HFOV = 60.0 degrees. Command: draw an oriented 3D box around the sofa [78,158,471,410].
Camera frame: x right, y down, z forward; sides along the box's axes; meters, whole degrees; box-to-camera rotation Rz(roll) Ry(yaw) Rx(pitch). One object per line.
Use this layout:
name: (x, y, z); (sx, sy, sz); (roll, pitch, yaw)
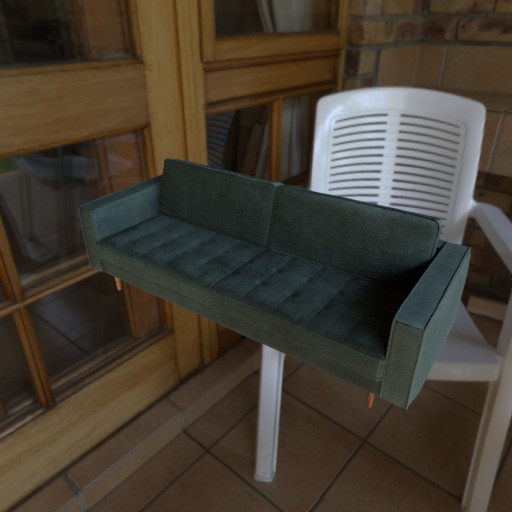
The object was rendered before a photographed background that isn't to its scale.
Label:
sofa: (0.000, 0.000, 2.654); (2.214, 0.781, 0.886); (19, 34, 30)
